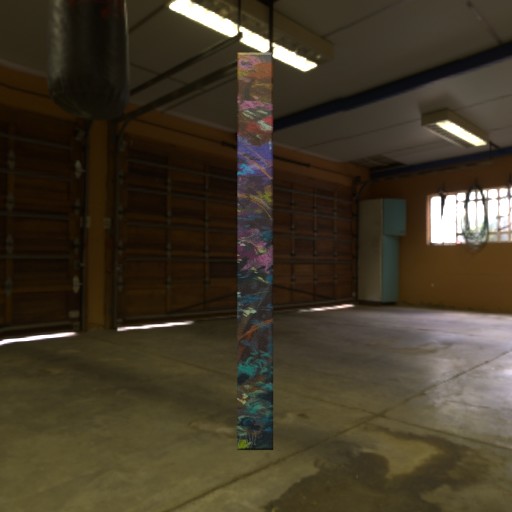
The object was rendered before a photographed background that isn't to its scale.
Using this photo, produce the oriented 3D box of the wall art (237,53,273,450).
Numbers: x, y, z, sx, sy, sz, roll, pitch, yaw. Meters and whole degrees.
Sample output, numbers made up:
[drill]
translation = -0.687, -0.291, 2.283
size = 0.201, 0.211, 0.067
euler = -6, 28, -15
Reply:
[wall art]
translation = 0.000, 0.000, 0.758
size = 0.037, 0.406, 0.610
euler = 0, -1, 0
